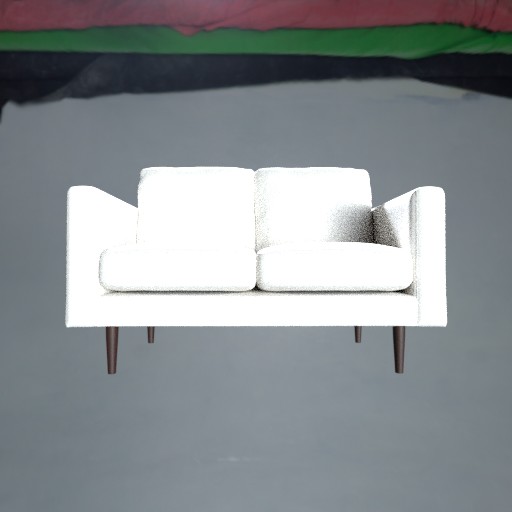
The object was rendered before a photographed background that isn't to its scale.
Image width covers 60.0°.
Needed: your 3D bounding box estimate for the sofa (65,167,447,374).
[{"bbox_3d":[0.000,0.000,2.010,1.430,0.908,0.796,0,-1,-1],"label":"sofa"}]
